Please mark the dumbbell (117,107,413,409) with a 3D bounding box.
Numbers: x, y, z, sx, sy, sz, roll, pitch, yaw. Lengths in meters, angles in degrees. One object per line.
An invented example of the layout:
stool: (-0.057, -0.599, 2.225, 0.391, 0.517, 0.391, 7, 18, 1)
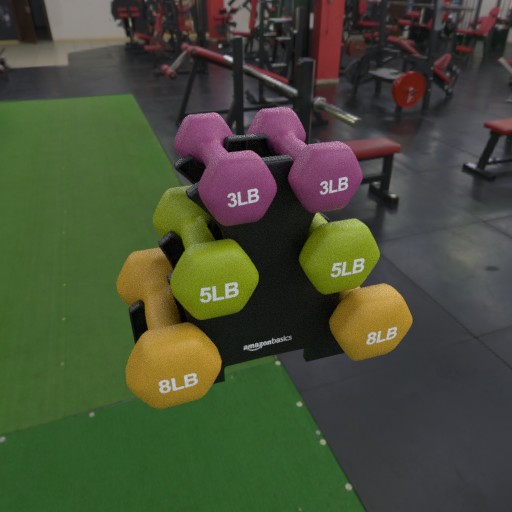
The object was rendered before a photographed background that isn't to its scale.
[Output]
dumbbell: (0.000, 0.000, 0.472, 0.300, 0.271, 0.190, -9, 33, -15)
